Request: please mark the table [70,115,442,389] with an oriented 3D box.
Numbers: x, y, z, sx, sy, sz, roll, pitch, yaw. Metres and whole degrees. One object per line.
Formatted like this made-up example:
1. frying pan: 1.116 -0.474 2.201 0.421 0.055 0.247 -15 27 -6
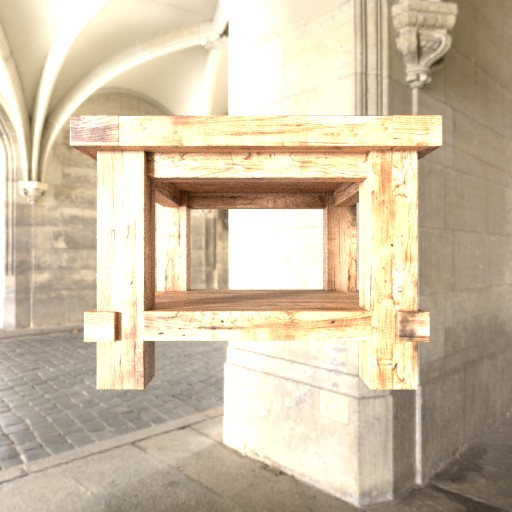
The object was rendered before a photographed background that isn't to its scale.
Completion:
1. table: 0.000 0.000 1.028 0.610 0.457 0.610 0 0 0
